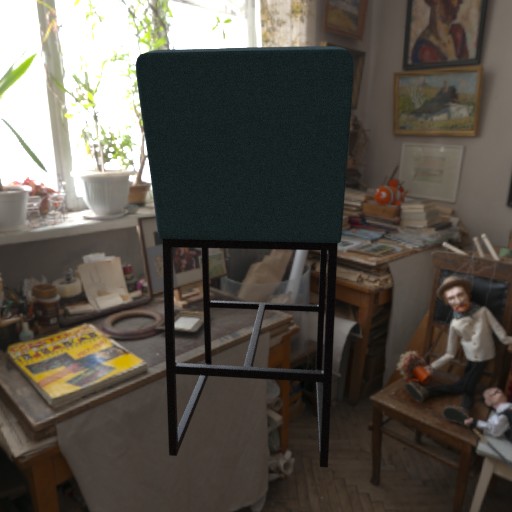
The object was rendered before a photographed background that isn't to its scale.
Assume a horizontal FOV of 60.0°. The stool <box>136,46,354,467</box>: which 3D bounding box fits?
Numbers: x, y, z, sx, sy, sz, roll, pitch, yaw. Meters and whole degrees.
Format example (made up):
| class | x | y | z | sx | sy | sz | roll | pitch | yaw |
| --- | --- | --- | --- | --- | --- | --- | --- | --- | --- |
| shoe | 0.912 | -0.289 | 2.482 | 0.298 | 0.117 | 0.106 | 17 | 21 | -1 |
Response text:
| class | x | y | z | sx | sy | sz | roll | pitch | yaw |
| --- | --- | --- | --- | --- | --- | --- | --- | --- | --- |
| stool | 0.000 | 0.000 | 1.296 | 0.460 | 1.040 | 0.560 | 2 | 16 | 6 |
